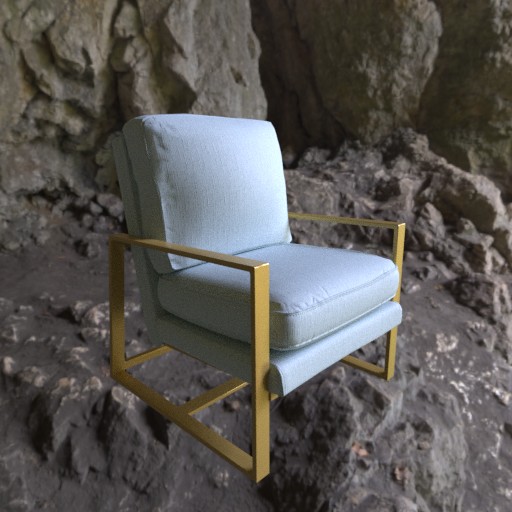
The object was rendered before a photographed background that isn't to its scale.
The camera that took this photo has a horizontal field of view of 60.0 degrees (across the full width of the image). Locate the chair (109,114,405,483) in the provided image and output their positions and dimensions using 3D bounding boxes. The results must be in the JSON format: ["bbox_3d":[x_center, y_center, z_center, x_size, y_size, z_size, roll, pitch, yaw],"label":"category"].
[{"bbox_3d":[0.000,0.000,1.549,0.813,0.956,0.758,14,20,42],"label":"chair"}]
